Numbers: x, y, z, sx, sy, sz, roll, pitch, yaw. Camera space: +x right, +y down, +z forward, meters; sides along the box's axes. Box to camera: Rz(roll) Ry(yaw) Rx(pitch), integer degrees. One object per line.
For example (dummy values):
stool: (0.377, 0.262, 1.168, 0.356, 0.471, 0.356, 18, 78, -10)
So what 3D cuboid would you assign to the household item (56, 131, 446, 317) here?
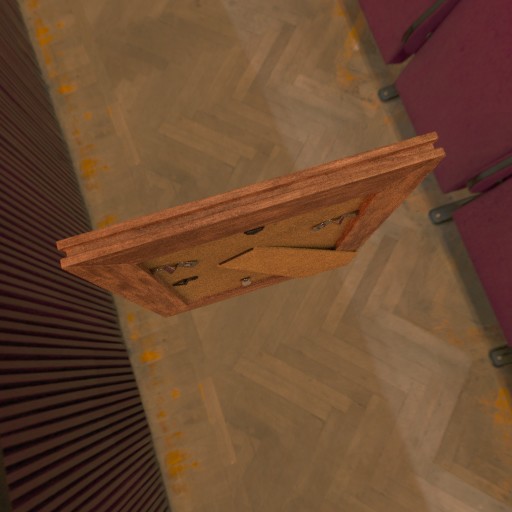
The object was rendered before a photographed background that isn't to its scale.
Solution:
household item: (0.000, 0.000, 0.321, 0.186, 0.237, 0.018, -17, 77, -4)
